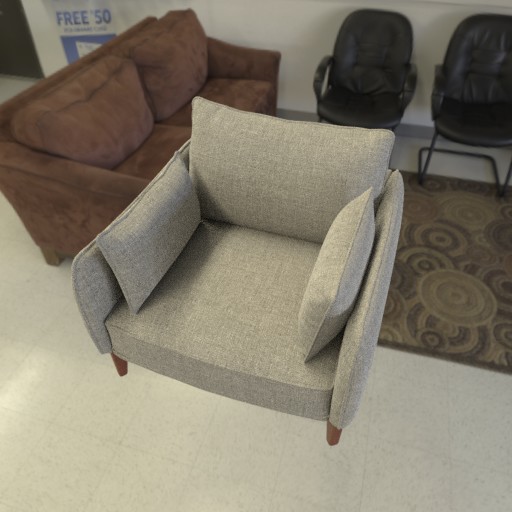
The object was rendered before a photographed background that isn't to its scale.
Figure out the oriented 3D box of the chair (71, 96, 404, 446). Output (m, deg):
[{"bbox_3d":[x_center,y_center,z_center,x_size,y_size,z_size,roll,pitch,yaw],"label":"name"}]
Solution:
[{"bbox_3d":[0.000,0.000,1.689,0.993,0.839,0.976,13,44,14],"label":"chair"}]
